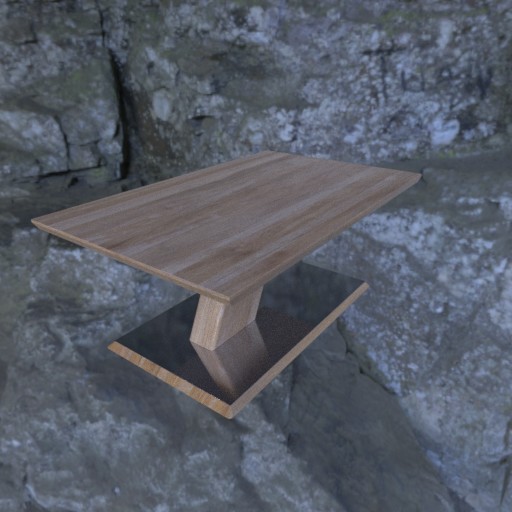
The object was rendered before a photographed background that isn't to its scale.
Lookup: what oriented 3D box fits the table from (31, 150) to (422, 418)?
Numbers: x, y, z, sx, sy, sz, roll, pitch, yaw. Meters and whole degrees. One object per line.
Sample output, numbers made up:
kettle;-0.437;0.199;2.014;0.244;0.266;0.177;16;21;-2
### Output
table;0.000;0.000;1.498;0.692;0.441;1.100;17;30;33
